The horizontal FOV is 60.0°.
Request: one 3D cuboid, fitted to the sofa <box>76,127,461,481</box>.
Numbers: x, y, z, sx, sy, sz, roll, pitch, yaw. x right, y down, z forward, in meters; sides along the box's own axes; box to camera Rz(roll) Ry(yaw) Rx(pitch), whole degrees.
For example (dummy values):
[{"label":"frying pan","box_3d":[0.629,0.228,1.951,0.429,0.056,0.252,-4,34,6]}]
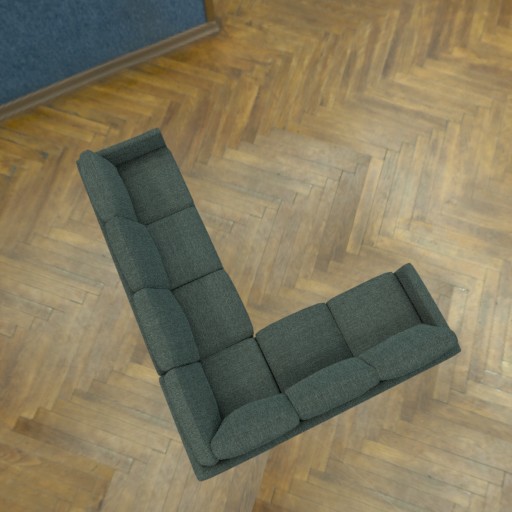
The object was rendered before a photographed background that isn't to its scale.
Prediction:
[{"label":"sofa","box_3d":[0.000,0.000,4.438,2.593,0.947,3.302,-24,75,-7]}]
